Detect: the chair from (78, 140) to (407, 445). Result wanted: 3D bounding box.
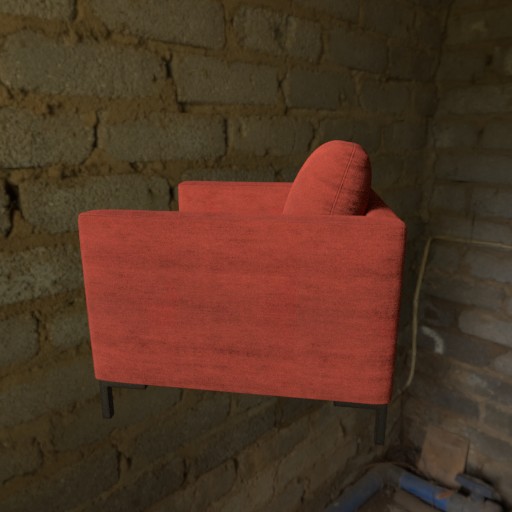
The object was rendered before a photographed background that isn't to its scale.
[{"bbox_3d":[0.000,0.000,1.608,0.875,0.812,0.964,2,15,8],"label":"chair"}]
